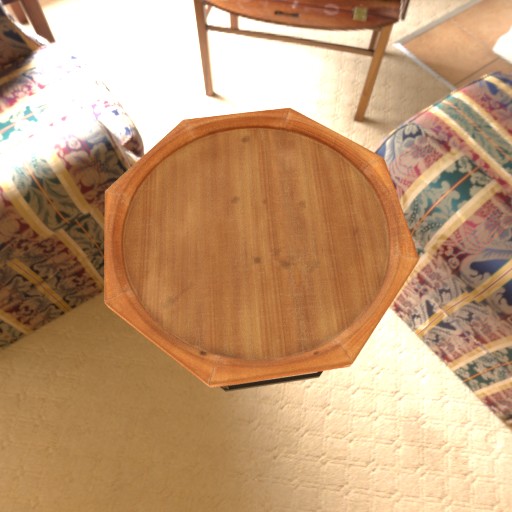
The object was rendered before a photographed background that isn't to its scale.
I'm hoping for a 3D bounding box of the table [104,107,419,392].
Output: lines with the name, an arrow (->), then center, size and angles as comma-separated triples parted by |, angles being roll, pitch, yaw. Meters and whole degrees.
table -> 0.000, 0.000, 1.567 | 1.002, 0.444, 1.002 | 0, 63, 0
